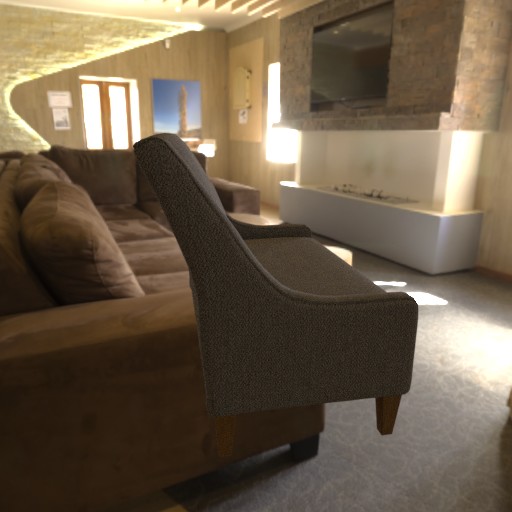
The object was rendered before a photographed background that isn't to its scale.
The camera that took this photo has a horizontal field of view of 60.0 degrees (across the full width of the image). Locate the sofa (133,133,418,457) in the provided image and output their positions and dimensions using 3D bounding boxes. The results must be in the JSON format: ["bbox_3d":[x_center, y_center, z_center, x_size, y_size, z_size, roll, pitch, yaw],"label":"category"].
[{"bbox_3d":[0.000,0.000,1.907,0.873,1.022,1.242,-3,16,-10],"label":"sofa"}]
